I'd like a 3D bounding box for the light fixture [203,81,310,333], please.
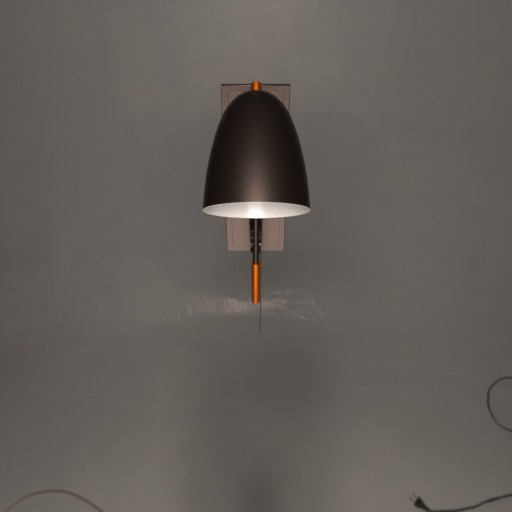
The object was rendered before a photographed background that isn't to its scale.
[{"bbox_3d":[0.000,0.000,0.924,0.162,0.715,0.499,0,31,0],"label":"light fixture"}]
